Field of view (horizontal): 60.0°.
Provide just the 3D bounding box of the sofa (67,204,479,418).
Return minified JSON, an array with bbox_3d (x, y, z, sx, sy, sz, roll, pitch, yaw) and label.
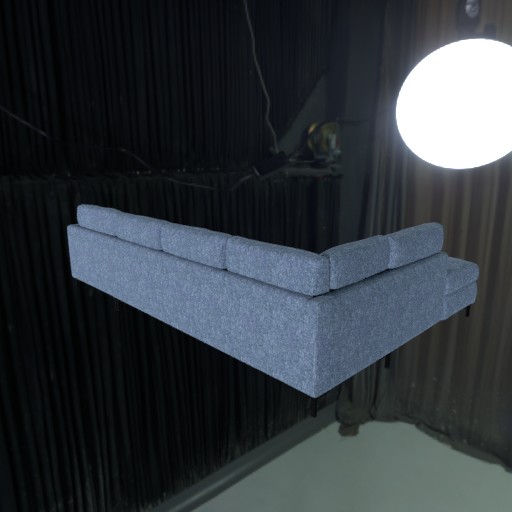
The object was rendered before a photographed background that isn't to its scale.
[{"bbox_3d":[0.000,0.000,3.504,1.879,0.756,2.737,-13,20,-43],"label":"sofa"}]
